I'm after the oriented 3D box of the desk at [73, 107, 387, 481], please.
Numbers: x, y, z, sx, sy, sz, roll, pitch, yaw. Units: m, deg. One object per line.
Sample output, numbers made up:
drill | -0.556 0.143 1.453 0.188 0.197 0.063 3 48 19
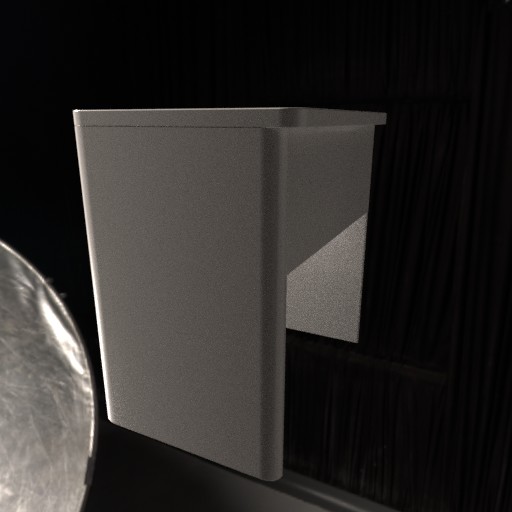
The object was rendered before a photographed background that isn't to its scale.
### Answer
desk | 0.000 0.000 1.295 0.549 0.800 0.762 8 19 25
